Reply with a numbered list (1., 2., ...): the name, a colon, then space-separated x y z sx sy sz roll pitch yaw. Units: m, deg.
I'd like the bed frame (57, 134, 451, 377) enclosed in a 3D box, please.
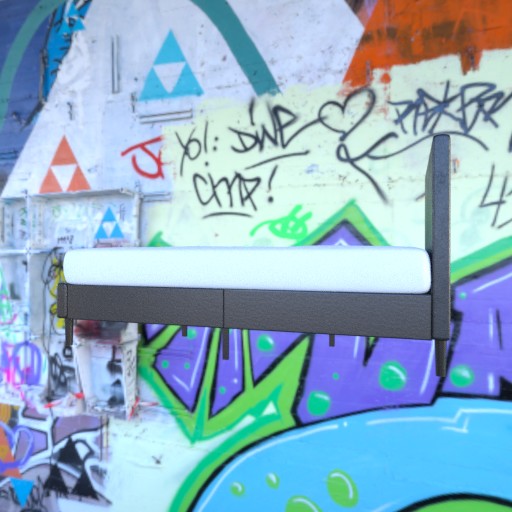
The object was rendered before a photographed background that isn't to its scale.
1. bed frame: 0.000 0.000 2.562 2.152 1.046 1.038 0 0 19
